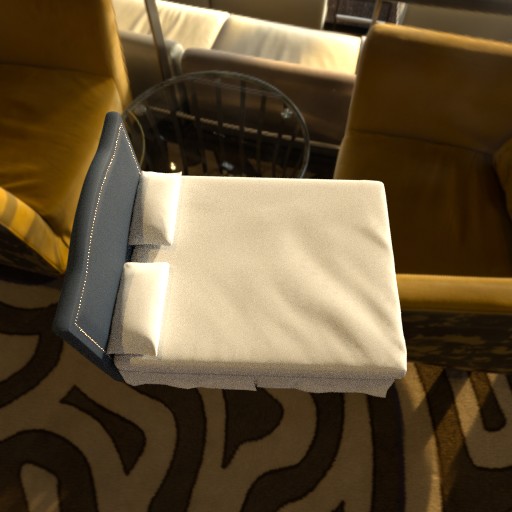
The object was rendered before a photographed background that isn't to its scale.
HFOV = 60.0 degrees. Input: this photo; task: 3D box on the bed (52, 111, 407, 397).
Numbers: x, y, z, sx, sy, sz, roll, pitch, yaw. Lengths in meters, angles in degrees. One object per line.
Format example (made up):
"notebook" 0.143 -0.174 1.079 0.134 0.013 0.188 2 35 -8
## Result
"bed" 0.000 0.000 3.447 2.282 1.436 1.821 2 63 1
